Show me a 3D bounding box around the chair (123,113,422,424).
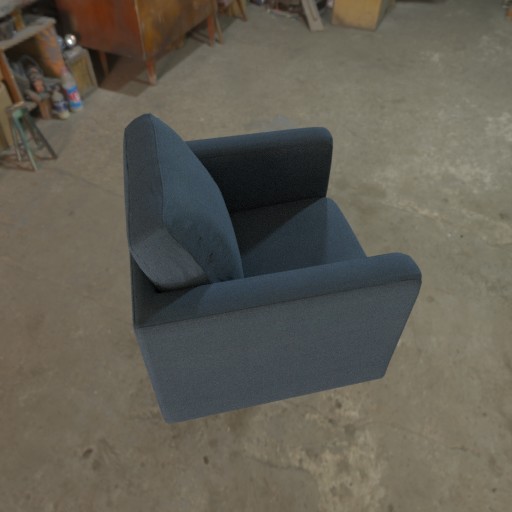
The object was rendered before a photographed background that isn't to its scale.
[{"bbox_3d":[0.000,0.000,1.598,0.820,0.922,0.855,-9,47,-9],"label":"chair"}]
